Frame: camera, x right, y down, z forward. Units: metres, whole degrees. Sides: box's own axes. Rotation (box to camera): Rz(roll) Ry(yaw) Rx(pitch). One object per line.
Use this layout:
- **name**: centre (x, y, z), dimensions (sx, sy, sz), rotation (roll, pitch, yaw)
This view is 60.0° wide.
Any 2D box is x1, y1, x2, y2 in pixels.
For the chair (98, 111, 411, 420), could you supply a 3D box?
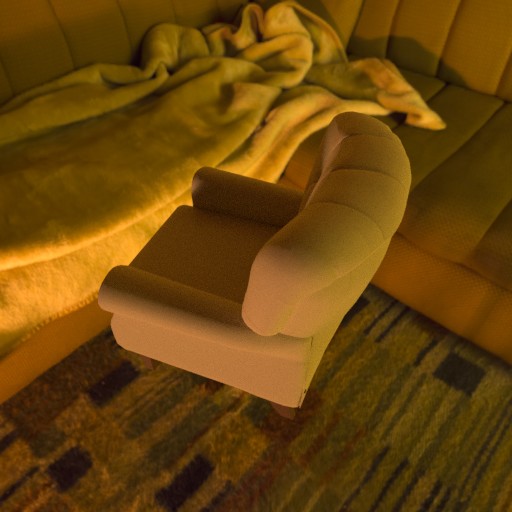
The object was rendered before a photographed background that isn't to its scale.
- **chair**: centre (0.000, 0.000, 2.021), dimensions (1.132, 1.169, 1.035), rotation (15, 46, 15)
